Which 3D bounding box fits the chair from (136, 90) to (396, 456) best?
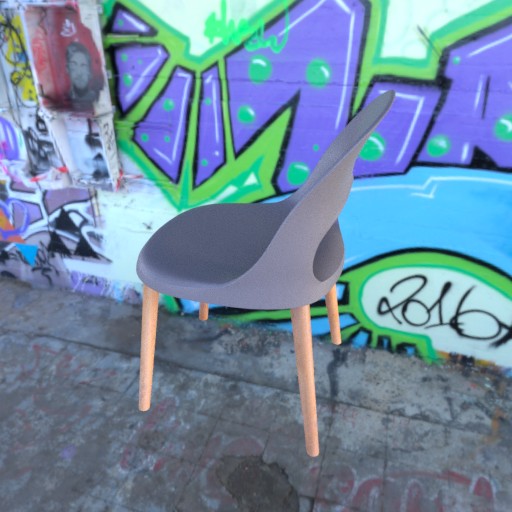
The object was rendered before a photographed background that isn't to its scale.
[{"bbox_3d":[0.000,0.000,1.107,0.556,0.795,0.470,8,30,15],"label":"chair"}]
